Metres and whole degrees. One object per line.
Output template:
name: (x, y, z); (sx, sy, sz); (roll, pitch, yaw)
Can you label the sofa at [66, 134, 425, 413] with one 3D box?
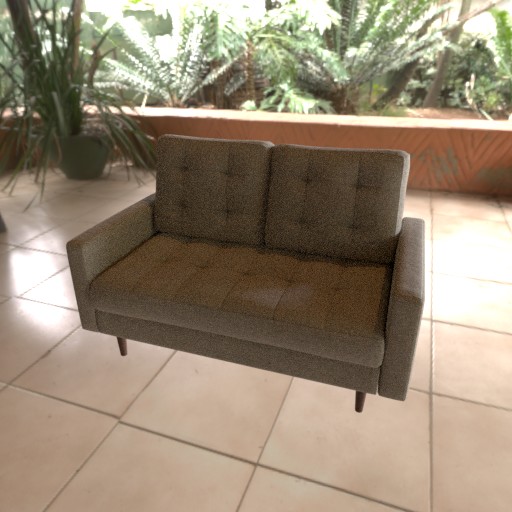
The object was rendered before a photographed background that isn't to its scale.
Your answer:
sofa: (0.000, 0.000, 1.988); (1.407, 0.907, 0.842); (8, 27, 17)
